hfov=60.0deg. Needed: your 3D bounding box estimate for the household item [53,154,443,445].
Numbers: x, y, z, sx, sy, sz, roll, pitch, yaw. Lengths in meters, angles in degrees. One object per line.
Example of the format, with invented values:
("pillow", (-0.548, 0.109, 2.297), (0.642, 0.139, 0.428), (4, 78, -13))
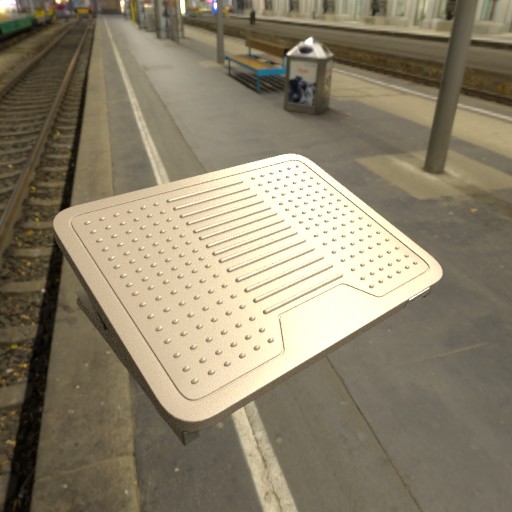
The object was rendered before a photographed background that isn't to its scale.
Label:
("household item", (0.000, 0.000, 0.539), (0.390, 0.126, 0.301), (-21, 36, -33))
